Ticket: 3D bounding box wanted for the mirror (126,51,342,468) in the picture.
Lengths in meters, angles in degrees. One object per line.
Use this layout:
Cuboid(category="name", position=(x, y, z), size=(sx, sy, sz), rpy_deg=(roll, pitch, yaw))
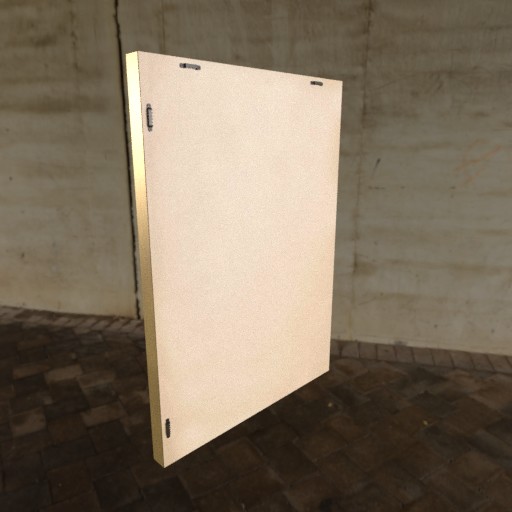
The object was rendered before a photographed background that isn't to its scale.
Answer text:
Cuboid(category="mirror", position=(0.000, 0.000, 0.909), size=(0.507, 0.710, 0.040), rpy_deg=(-14, 21, -43))
